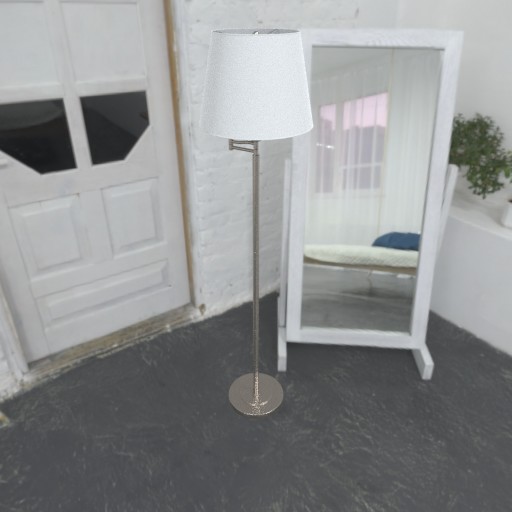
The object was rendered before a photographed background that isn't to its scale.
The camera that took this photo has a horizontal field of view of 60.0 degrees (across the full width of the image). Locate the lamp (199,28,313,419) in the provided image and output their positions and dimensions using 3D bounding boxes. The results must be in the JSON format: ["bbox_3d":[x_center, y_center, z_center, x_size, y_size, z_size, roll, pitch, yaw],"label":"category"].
[{"bbox_3d":[0.000,0.000,1.624,0.355,1.473,0.355,0,30,0],"label":"lamp"}]
